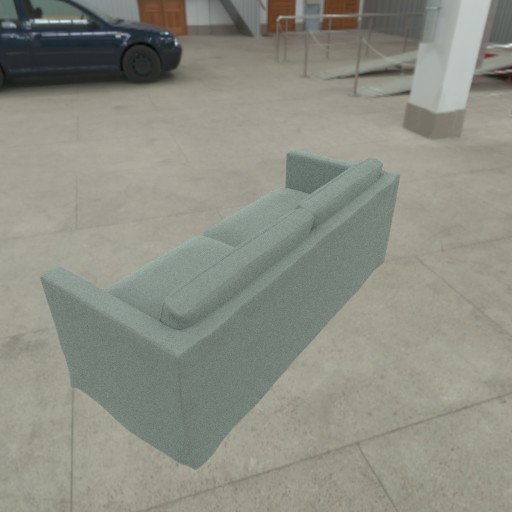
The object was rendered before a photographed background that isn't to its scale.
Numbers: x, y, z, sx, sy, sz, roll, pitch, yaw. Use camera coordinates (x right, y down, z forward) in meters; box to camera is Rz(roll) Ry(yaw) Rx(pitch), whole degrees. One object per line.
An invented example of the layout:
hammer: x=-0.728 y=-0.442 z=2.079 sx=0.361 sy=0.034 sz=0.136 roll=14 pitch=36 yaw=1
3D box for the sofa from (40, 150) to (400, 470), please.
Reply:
sofa: x=0.000 y=0.000 z=2.803 sx=0.962 sy=0.853 sz=2.312 roll=21 pitch=38 yaw=30
